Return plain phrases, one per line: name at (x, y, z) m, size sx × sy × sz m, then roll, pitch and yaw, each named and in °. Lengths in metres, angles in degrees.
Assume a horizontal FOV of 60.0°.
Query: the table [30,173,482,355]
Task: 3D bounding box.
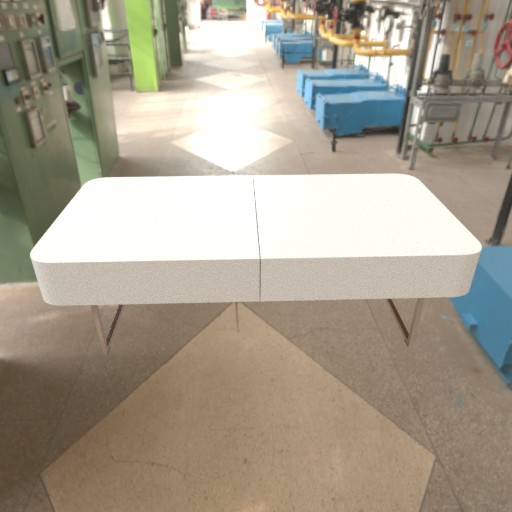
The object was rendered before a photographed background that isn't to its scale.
table at (0.000, 0.000, 1.473) m, size 1.200 × 0.340 × 0.600 m, roll -1°, pitch 31°, yaw -2°
